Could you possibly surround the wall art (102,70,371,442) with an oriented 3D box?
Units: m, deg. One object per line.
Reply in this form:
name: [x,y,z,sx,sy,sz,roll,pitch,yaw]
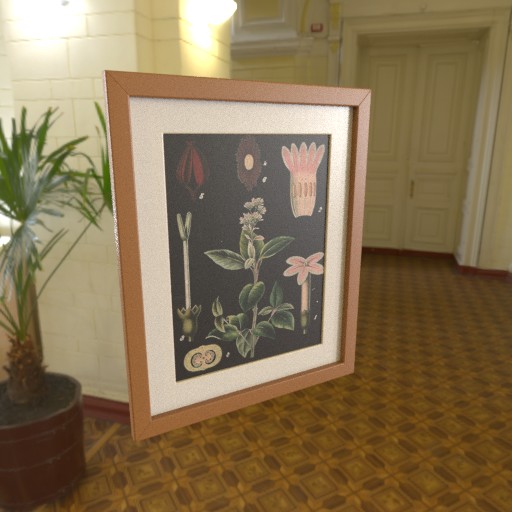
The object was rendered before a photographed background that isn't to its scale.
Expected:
wall art: [0.000,0.000,0.513,0.310,0.379,0.015,-8,17,-28]
